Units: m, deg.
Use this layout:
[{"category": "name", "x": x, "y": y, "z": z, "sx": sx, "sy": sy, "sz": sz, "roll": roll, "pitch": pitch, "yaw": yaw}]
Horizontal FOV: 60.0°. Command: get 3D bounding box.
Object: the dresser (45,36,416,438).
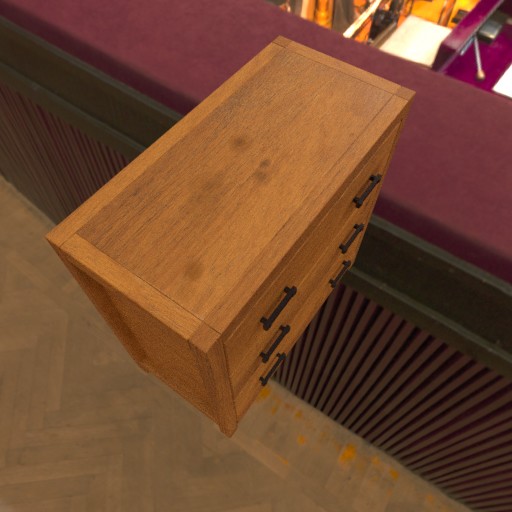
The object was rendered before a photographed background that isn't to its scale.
[{"category": "dresser", "x": 0.000, "y": 0.000, "z": 1.296, "sx": 0.427, "sy": 0.804, "sz": 0.804, "roll": 31, "pitch": 63, "yaw": 18}]
